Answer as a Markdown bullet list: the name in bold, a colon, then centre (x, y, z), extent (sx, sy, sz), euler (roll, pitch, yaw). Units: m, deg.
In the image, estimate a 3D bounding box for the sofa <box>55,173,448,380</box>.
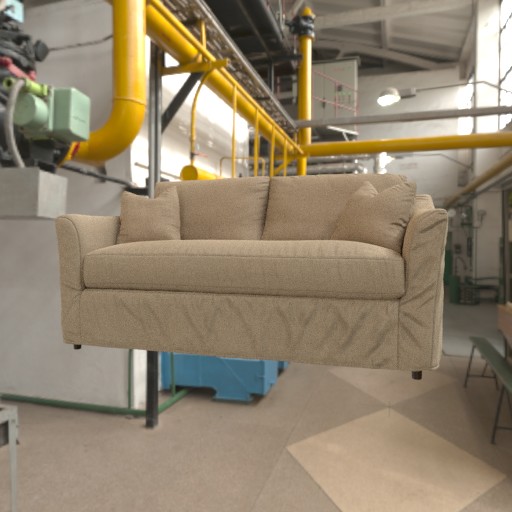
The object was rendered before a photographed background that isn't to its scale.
- **sofa**: centre (0.000, 0.000, 2.605), extent (2.010, 1.018, 1.072), euler (1, 2, 18)
